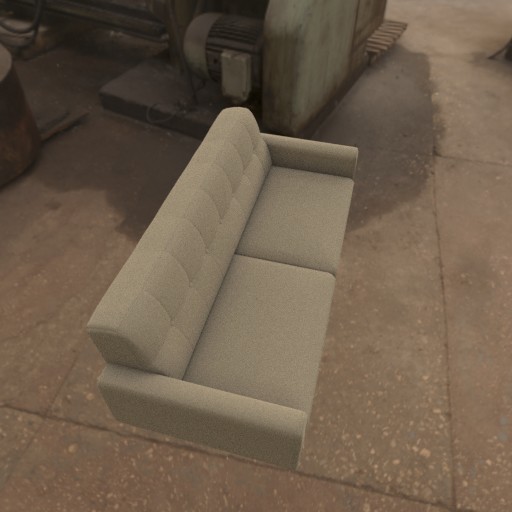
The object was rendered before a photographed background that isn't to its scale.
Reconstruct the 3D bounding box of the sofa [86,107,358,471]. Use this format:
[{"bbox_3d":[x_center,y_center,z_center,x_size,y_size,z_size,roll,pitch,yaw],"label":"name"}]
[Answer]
[{"bbox_3d":[0.000,0.000,2.663,0.980,0.892,2.137,11,48,10],"label":"sofa"}]
